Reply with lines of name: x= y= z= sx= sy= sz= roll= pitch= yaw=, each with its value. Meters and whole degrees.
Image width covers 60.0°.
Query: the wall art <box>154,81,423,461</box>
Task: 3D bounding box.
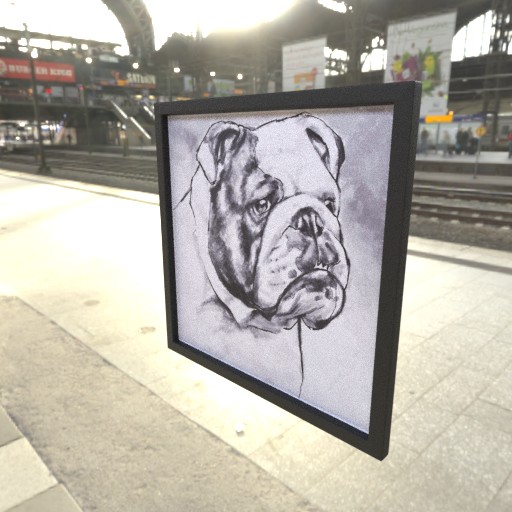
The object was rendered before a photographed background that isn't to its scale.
wall art: x=0.000 y=0.000 z=0.661 sx=0.456 sy=0.453 sz=0.022 roll=14 pitch=20 yaw=41
